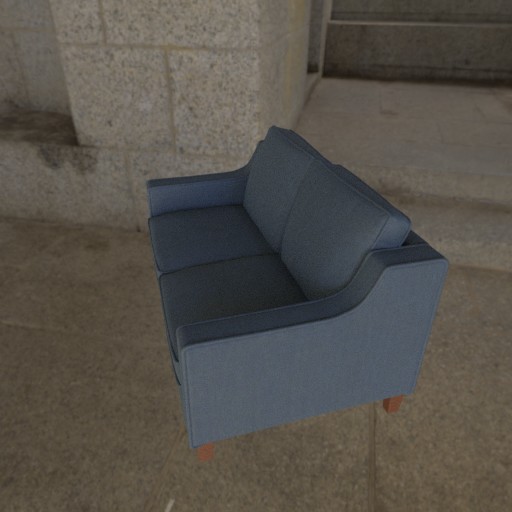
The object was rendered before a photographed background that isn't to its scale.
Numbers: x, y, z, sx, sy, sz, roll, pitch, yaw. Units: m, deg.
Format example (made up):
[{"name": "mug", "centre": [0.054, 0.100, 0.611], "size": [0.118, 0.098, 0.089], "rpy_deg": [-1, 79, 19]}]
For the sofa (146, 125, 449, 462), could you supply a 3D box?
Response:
[{"name": "sofa", "centre": [0.000, 0.000, 2.218], "size": [0.987, 0.971, 1.501], "rpy_deg": [-9, 32, -14]}]
